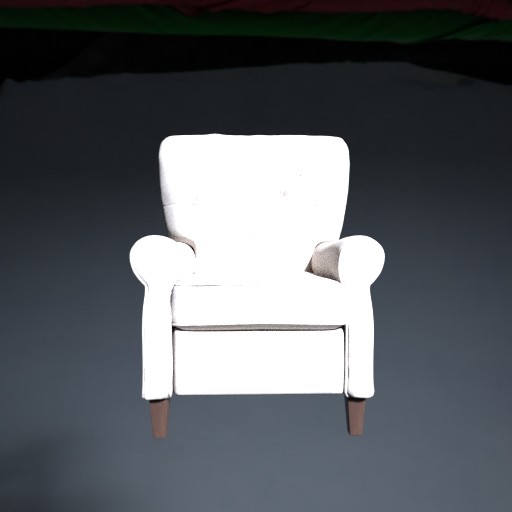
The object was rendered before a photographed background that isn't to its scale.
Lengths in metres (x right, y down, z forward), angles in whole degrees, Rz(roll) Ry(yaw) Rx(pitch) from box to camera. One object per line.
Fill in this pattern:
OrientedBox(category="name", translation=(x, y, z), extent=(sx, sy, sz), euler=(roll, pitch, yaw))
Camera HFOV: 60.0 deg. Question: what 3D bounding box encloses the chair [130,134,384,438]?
OrientedBox(category="chair", translation=(0.000, 0.000, 1.946), extent=(0.942, 1.209, 1.025), euler=(0, 1, -2))
